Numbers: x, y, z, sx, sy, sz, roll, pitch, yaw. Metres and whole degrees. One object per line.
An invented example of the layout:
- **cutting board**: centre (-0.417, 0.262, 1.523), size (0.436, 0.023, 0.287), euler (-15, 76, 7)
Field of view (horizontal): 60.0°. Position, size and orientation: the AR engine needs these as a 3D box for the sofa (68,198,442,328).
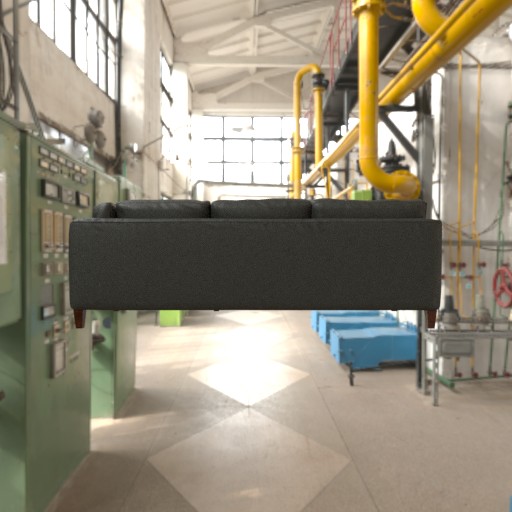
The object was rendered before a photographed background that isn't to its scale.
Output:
- **sofa**: centre (0.000, 0.000, 4.719), size (2.593, 0.923, 3.460), euler (0, 1, 0)
